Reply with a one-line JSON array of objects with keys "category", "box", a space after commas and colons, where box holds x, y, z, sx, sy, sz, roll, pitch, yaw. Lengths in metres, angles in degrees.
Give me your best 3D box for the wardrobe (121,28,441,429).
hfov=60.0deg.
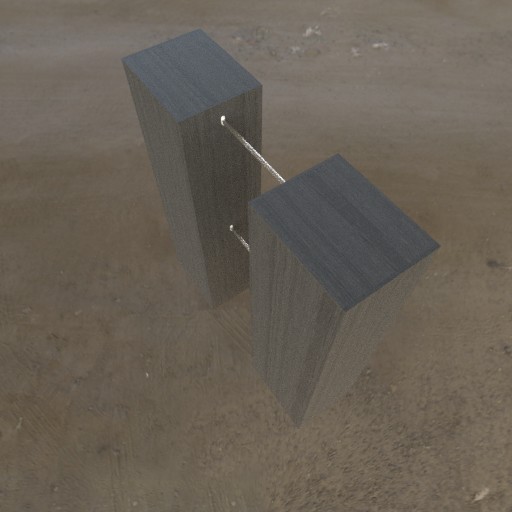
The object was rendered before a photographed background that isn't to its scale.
[{"category": "wardrobe", "box": [0.000, 0.000, 2.843, 0.480, 2.000, 1.770, -31, 63, -18]}]
